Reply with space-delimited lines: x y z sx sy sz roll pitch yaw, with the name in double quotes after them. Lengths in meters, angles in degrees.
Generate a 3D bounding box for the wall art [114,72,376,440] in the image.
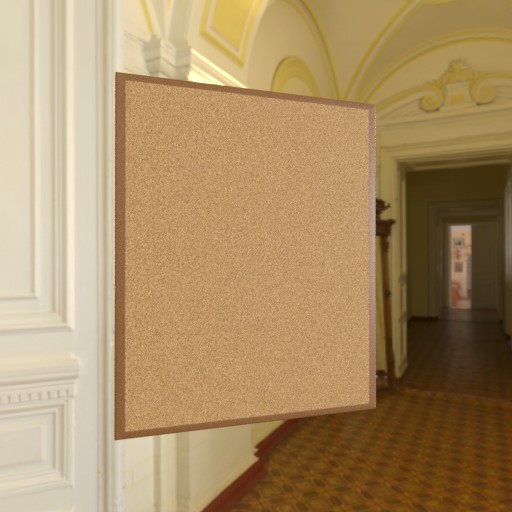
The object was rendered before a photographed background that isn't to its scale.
0.000 0.000 0.509 0.310 0.379 0.015 0 0 -18 "wall art"
